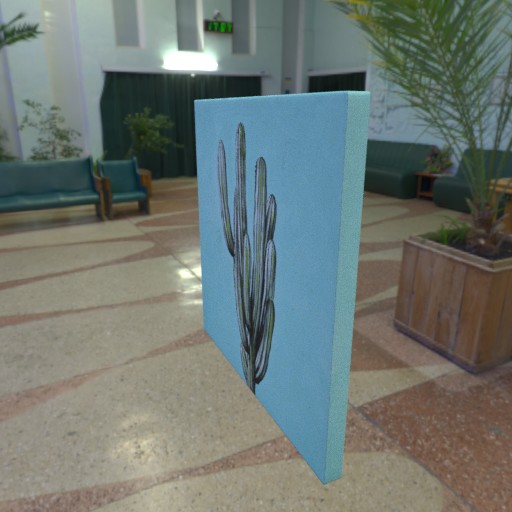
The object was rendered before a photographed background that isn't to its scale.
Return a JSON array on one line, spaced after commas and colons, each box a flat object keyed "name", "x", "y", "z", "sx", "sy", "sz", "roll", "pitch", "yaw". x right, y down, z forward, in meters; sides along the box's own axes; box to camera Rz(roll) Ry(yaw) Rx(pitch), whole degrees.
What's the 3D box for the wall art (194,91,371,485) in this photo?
[{"name": "wall art", "x": 0.000, "y": 0.000, "z": 1.135, "sx": 0.054, "sy": 0.766, "sz": 0.765, "roll": -8, "pitch": 20, "yaw": -24}]
